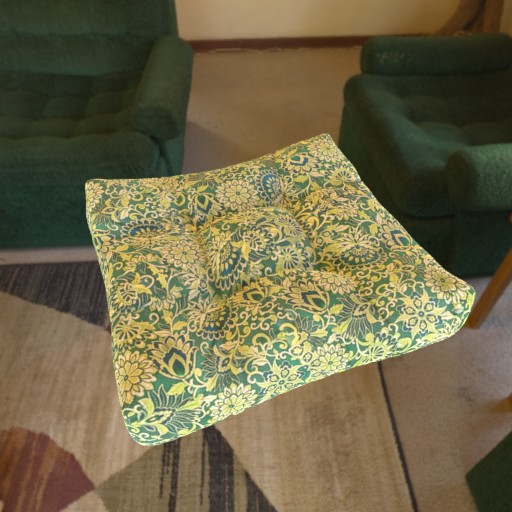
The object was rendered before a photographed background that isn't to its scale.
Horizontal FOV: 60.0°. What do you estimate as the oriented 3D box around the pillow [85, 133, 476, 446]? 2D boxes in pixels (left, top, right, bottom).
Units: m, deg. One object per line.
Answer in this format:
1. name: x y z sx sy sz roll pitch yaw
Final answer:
1. pillow: 0.000 0.000 0.718 0.490 0.128 0.468 -15 49 -14
